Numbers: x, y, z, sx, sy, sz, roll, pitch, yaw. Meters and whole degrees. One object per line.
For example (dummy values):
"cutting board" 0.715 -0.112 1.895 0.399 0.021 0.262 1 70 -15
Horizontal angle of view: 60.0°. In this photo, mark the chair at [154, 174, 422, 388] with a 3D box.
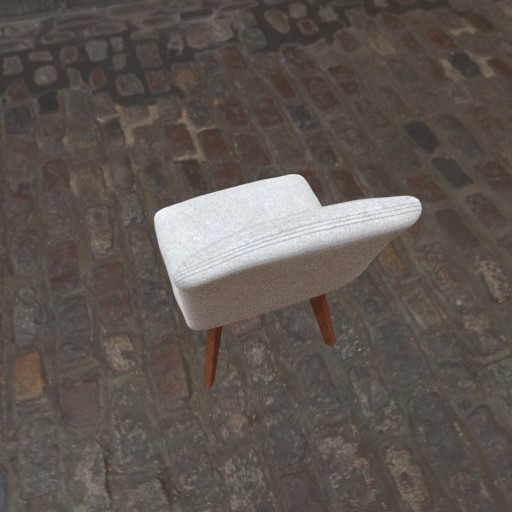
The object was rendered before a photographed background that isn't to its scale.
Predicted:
"chair" 0.000 0.000 1.288 0.522 0.974 0.563 -16 61 -9
